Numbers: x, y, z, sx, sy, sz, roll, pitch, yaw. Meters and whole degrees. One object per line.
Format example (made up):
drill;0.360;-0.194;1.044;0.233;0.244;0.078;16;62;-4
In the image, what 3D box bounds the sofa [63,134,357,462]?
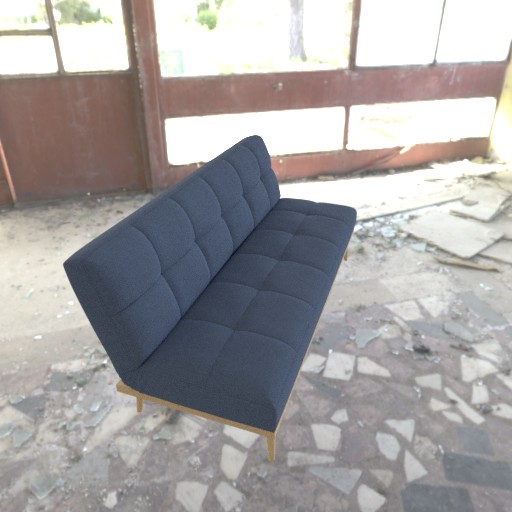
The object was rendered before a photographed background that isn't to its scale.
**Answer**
sofa;0.000;0.000;2.300;0.796;0.800;1.800;10;31;17
